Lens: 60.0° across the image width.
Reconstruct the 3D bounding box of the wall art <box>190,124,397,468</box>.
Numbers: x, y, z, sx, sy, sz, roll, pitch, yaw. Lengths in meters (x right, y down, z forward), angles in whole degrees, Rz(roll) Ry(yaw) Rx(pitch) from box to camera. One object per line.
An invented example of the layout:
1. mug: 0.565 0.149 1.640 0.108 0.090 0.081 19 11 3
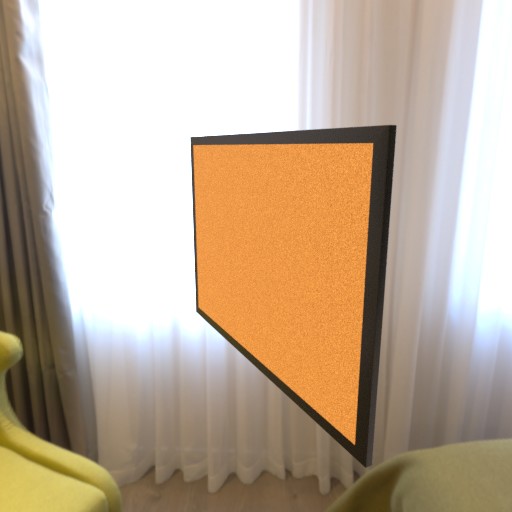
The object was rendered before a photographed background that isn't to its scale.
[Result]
1. wall art: 0.000 0.000 1.032 0.015 0.552 0.819 -7 15 -27
